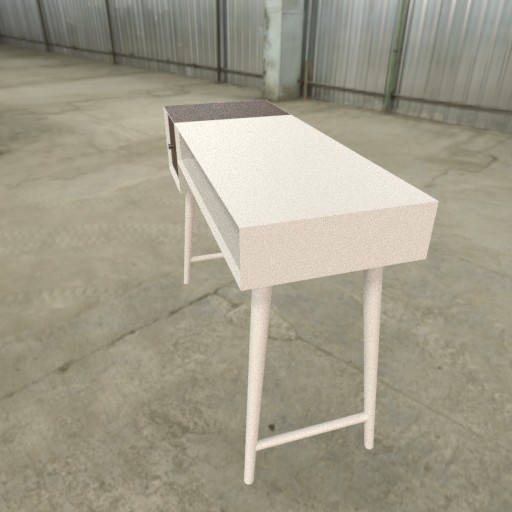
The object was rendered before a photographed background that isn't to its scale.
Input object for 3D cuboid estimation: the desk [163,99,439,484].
[{"bbox_3d":[0.000,0.000,1.435,0.409,0.761,1.069,-9,31,-15],"label":"desk"}]
